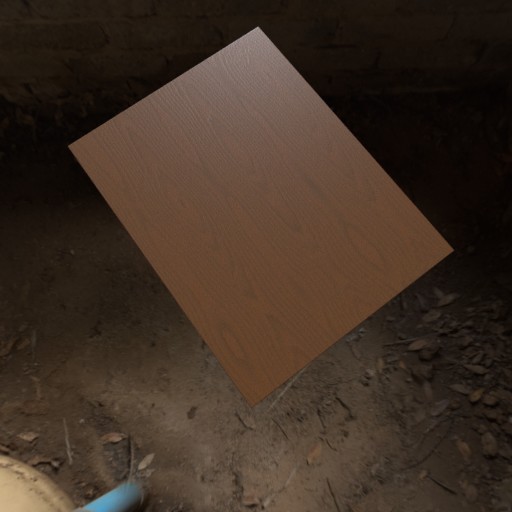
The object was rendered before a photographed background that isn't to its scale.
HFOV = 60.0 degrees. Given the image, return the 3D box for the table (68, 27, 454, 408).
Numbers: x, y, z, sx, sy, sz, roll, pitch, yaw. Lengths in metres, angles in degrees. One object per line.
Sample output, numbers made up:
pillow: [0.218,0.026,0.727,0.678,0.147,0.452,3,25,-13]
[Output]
table: [0.000,0.000,0.823,0.300,0.599,0.406,-36,79,-8]
